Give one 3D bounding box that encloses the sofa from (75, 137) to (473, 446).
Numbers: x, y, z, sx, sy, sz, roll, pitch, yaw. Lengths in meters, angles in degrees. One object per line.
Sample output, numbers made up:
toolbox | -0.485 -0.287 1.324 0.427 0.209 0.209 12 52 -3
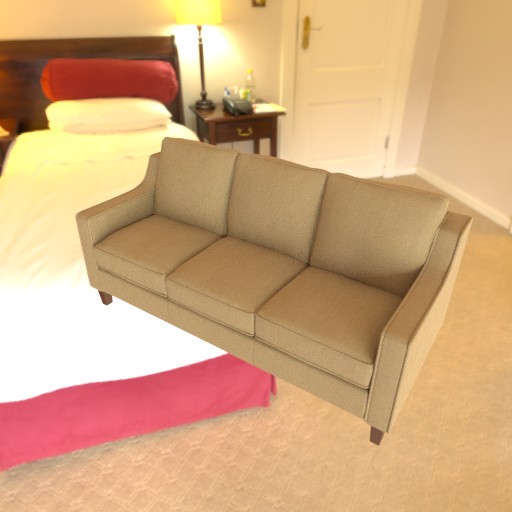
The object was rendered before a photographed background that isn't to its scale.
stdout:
sofa | 0.000 0.000 2.512 1.986 0.974 0.911 19 36 29
